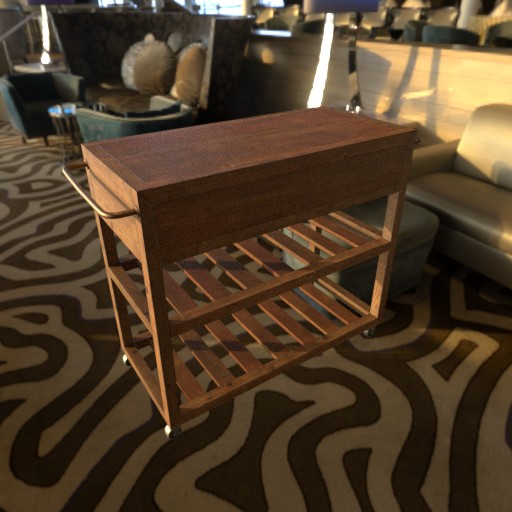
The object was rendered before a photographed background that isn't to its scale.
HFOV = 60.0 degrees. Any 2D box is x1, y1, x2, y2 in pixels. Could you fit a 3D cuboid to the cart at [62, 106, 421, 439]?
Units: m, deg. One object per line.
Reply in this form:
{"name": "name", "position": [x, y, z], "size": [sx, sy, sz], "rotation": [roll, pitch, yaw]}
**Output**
{"name": "cart", "position": [0.000, 0.000, 1.531], "size": [1.065, 0.830, 0.445], "rotation": [-19, 35, -29]}
